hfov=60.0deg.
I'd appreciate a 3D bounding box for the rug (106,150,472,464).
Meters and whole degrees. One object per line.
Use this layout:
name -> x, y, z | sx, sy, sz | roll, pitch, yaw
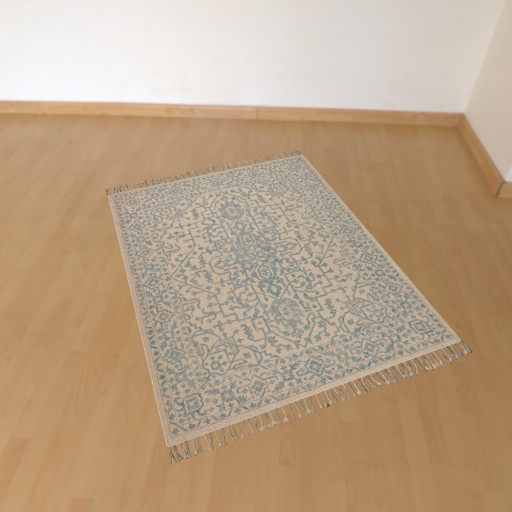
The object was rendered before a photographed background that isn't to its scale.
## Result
rug -> 0.000, 0.000, 4.330 | 2.464, 0.010, 3.327 | -15, 46, -15
